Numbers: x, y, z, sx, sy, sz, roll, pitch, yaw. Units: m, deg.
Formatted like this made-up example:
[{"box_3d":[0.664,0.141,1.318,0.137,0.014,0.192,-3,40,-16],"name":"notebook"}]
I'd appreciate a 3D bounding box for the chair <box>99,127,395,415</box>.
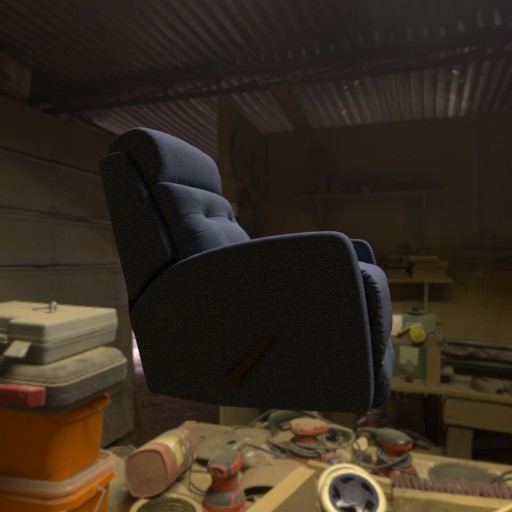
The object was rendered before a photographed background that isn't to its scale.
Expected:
[{"box_3d":[0.000,0.000,1.757,1.043,1.013,0.798,0,0,20],"name":"chair"}]
